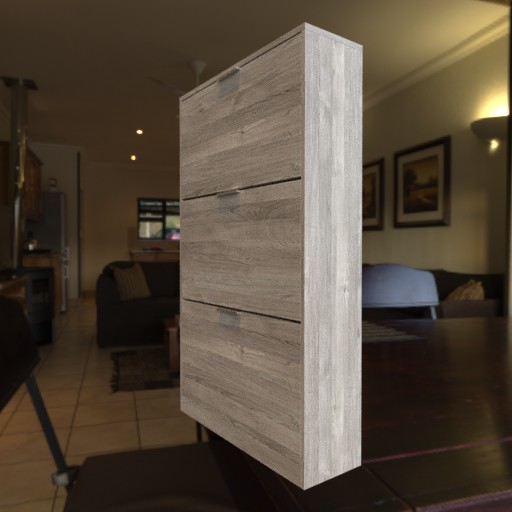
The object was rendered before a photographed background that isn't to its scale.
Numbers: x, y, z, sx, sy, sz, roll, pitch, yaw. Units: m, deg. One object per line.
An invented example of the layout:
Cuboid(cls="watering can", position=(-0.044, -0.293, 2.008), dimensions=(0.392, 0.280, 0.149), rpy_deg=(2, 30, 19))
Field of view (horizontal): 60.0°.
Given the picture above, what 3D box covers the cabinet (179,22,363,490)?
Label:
Cuboid(cls="cabinet", position=(0.000, 0.000, 1.580), dimensions=(0.250, 1.280, 0.750), rpy_deg=(-1, 1, -36))
